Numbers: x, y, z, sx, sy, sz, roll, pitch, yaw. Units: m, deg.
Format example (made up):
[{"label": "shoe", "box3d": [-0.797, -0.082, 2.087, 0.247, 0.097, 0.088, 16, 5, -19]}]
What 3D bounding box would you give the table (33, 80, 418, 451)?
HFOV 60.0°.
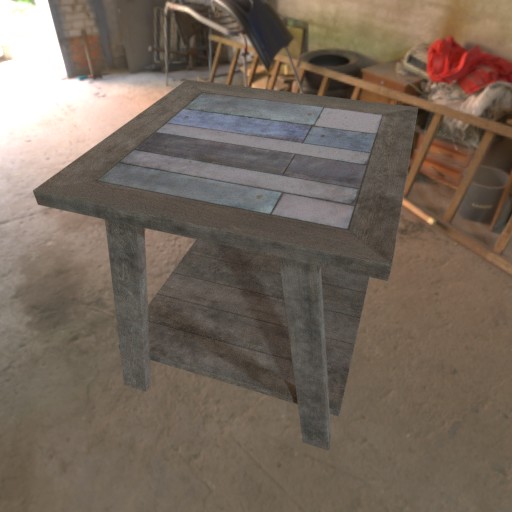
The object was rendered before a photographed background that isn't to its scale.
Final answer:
[{"label": "table", "box3d": [0.000, 0.000, 1.107, 0.610, 0.610, 0.610, 12, 41, 14]}]
